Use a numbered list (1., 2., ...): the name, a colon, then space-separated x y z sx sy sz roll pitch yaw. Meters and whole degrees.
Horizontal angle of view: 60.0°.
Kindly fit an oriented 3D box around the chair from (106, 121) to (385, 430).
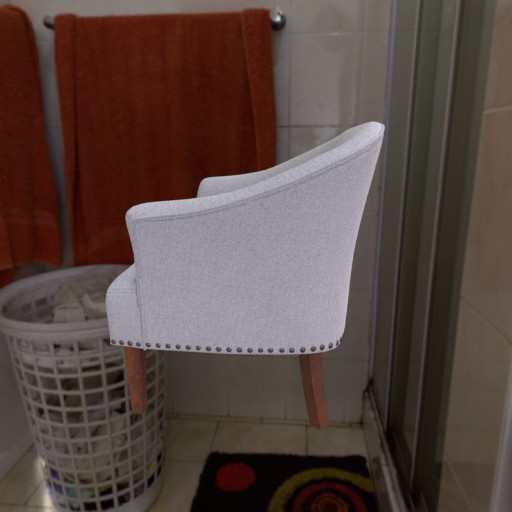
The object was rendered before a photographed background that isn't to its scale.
1. chair: 0.000 0.000 1.411 0.704 0.815 0.798 2 15 7
